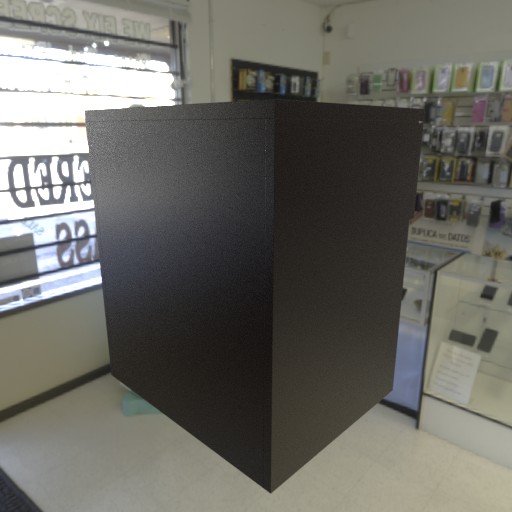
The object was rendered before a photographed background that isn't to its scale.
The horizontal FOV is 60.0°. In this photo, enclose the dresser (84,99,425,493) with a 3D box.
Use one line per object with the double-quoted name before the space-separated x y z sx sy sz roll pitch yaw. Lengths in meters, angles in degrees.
"dresser" 0.000 0.000 0.749 0.400 0.470 0.360 15 22 42
